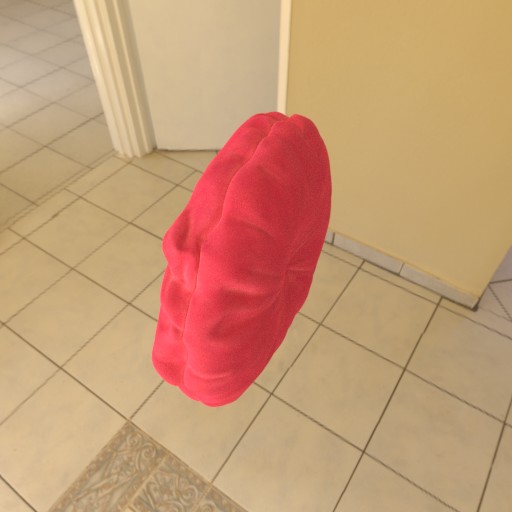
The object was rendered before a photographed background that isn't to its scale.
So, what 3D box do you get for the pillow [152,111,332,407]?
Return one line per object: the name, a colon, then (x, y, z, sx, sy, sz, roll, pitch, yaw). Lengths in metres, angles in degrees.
pillow: (0.000, 0.000, 0.653, 0.148, 0.407, 0.428, 19, 51, 16)
